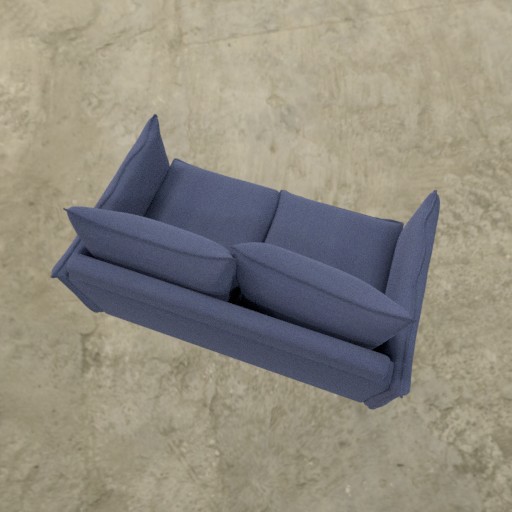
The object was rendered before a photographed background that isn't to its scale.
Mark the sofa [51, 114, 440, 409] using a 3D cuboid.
[{"bbox_3d":[0.000,0.000,1.816,1.300,0.840,0.820,17,64,9],"label":"sofa"}]
